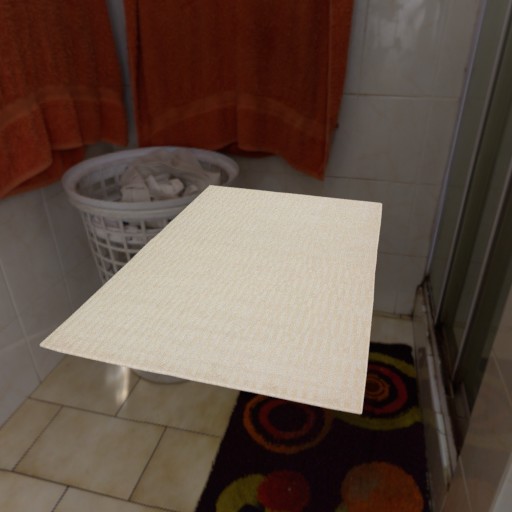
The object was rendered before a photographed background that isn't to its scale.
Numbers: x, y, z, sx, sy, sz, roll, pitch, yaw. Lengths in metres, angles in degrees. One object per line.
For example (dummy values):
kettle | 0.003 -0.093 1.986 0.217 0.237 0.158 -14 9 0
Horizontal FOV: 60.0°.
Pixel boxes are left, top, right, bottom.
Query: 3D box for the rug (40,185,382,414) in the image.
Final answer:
rug | 0.000 0.000 2.341 1.238 0.014 1.848 8 30 14
